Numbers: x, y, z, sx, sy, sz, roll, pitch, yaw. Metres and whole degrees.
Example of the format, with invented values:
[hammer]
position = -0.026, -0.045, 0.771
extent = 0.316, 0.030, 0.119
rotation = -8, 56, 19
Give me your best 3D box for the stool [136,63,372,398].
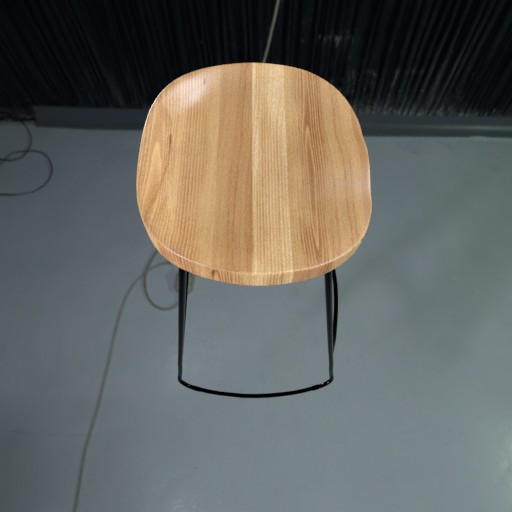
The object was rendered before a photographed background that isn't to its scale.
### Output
[stool]
position = 0.000, 0.000, 0.954
extent = 0.401, 0.679, 0.480
rotation = 0, 63, 0
